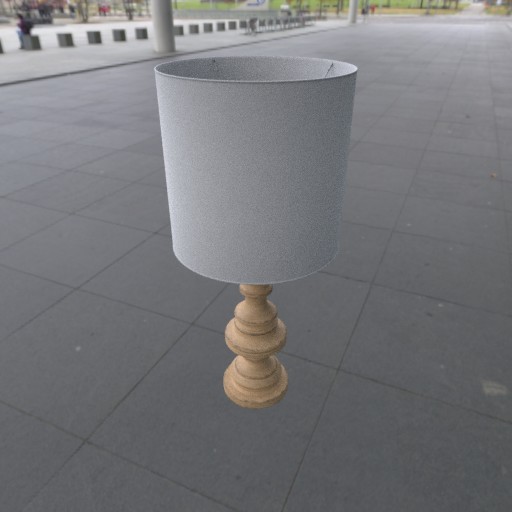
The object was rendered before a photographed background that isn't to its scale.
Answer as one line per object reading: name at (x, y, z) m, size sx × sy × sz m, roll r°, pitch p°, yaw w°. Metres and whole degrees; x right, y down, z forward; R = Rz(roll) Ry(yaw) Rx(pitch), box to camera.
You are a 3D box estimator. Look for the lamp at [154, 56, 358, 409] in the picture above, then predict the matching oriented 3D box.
lamp at (0.000, 0.000, 0.574) m, size 0.208 × 0.455 × 0.208 m, roll 22°, pitch 36°, yaw 33°
